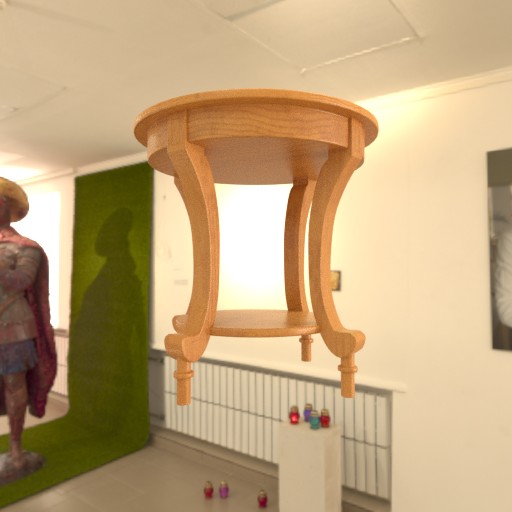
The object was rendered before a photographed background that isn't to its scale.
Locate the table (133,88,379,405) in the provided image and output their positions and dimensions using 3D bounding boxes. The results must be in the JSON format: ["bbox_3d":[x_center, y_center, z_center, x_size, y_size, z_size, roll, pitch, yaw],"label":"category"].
[{"bbox_3d":[0.000,0.000,1.112,0.597,0.612,0.597,0,-1,0],"label":"table"}]
